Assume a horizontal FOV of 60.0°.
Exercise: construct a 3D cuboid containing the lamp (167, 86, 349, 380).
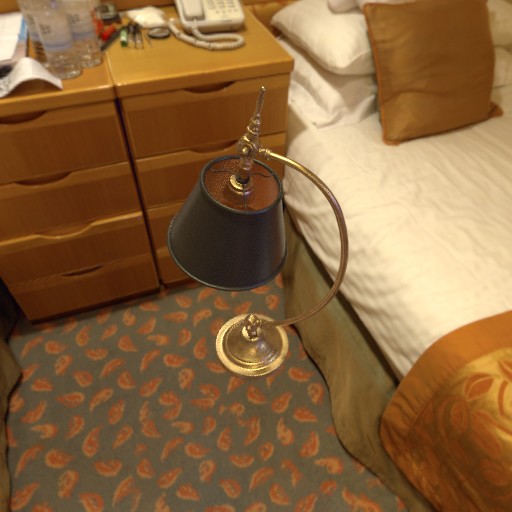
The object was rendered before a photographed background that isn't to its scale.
[{"bbox_3d":[0.000,0.000,0.850,0.344,0.675,0.235,18,49,17],"label":"lamp"}]
